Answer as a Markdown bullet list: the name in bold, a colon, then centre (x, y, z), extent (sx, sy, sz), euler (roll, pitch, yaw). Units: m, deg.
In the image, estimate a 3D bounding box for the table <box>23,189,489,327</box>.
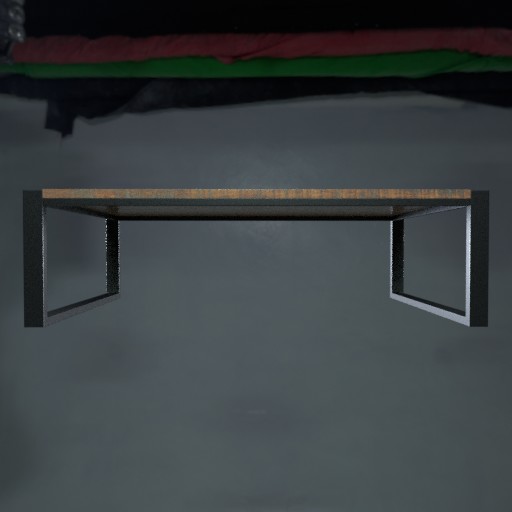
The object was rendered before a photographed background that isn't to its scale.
- **table**: centre (0.000, 0.000, 1.661), extent (1.350, 0.400, 0.750), euler (0, 1, 0)
